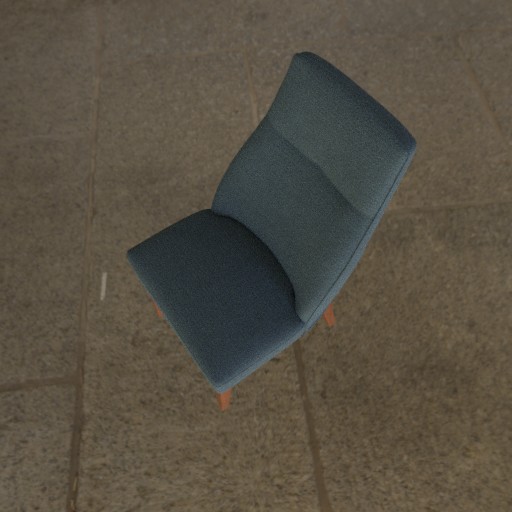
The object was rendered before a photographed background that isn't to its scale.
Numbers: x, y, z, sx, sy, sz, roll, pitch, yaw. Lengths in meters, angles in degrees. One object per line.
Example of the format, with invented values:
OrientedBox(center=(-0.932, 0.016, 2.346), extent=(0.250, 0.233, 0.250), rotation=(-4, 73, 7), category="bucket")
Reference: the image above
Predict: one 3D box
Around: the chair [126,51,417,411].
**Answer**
OrientedBox(center=(0.000, 0.000, 1.296), extent=(0.620, 0.930, 0.500), rotation=(-33, 67, -16), category="chair")
